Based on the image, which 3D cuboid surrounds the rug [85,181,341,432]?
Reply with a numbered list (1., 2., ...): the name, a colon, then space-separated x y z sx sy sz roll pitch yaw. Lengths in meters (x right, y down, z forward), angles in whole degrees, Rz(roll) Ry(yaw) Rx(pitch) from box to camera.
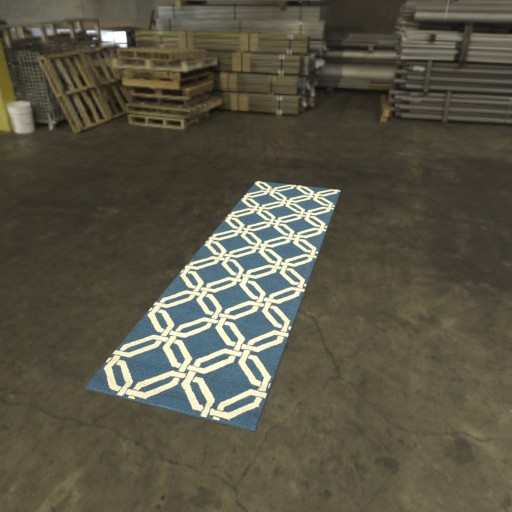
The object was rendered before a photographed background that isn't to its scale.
1. rug: 0.000 0.000 2.533 0.678 0.014 2.276 9 31 14
